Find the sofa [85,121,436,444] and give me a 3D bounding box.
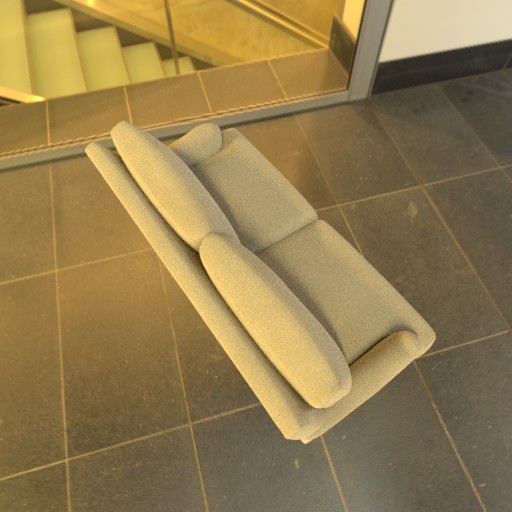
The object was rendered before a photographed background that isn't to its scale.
[{"bbox_3d":[0.000,0.000,2.712,1.091,0.997,2.070,-31,63,-18],"label":"sofa"}]
